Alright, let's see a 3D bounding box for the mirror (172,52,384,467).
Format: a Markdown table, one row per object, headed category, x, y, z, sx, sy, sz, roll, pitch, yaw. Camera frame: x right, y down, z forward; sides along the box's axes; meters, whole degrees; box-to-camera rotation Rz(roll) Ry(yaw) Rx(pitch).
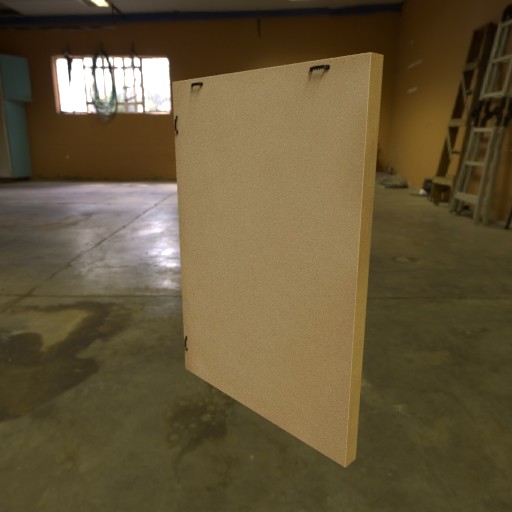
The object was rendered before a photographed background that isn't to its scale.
| category | x | y | z | sx | sy | sz | roll | pitch | yaw |
| --- | --- | --- | --- | --- | --- | --- | --- | --- | --- |
| mirror | 0.000 | 0.000 | 0.915 | 0.039 | 0.710 | 0.507 | -14 | 21 | -42 |
